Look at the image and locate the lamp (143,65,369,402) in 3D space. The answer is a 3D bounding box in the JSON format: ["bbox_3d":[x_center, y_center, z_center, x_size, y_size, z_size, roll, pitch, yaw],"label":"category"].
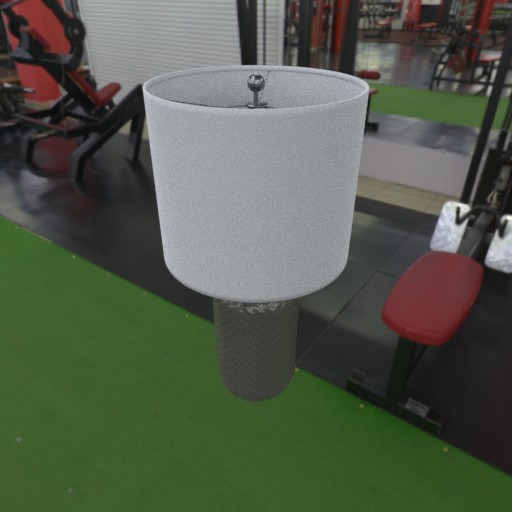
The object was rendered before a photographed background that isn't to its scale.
[{"bbox_3d":[0.000,0.000,0.504,0.203,0.389,0.203,23,38,32],"label":"lamp"}]
